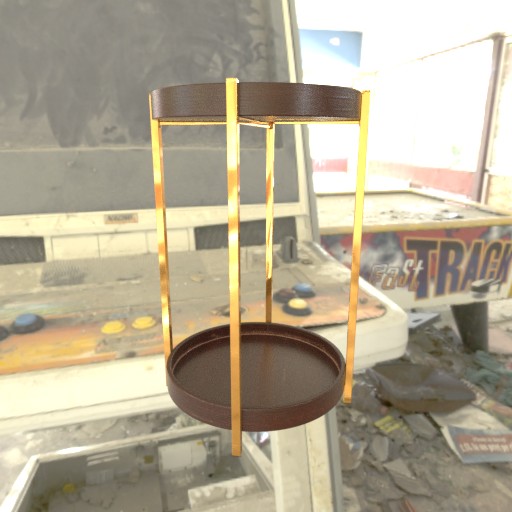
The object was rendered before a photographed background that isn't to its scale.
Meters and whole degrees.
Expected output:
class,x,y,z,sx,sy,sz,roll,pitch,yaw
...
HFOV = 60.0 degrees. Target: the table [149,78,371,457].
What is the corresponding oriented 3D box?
class,x,y,z,sx,sy,sz,roll,pitch,yaw
table,0.000,0.000,0.875,0.400,0.610,0.400,3,15,9
